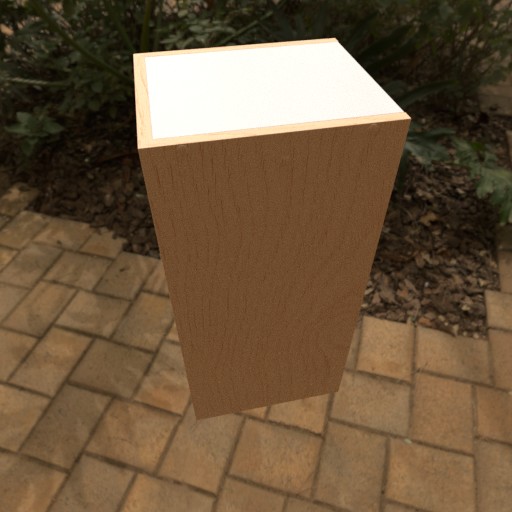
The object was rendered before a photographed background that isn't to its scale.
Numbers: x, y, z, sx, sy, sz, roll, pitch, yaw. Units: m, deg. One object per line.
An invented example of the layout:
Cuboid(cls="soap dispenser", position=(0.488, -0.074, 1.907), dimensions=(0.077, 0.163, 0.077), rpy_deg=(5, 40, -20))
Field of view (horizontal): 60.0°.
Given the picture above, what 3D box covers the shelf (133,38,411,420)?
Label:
Cuboid(cls="shelf", position=(0.000, 0.000, 0.754), dimensions=(0.290, 0.600, 0.250), rpy_deg=(-9, 46, -9))
